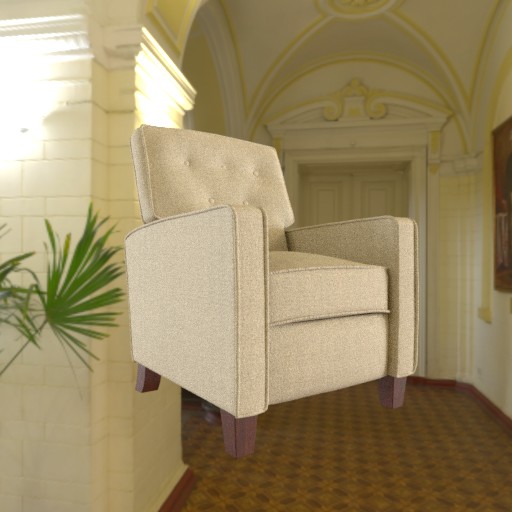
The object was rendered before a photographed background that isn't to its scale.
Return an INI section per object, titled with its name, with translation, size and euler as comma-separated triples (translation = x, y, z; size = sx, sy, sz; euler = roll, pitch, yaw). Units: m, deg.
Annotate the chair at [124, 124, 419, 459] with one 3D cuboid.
[chair]
translation = 0.000, 0.000, 1.412
size = 0.648, 0.888, 0.754
euler = 0, 0, -35
